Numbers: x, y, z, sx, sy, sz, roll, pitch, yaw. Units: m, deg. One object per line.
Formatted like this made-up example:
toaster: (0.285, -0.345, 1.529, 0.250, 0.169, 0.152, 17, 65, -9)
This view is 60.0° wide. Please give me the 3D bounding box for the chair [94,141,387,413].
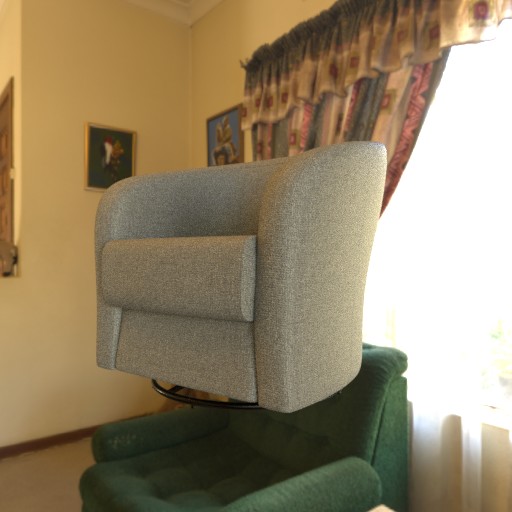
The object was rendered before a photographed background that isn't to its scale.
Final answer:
chair: (0.000, 0.000, 1.411, 0.791, 0.771, 0.815, 0, 0, 36)
